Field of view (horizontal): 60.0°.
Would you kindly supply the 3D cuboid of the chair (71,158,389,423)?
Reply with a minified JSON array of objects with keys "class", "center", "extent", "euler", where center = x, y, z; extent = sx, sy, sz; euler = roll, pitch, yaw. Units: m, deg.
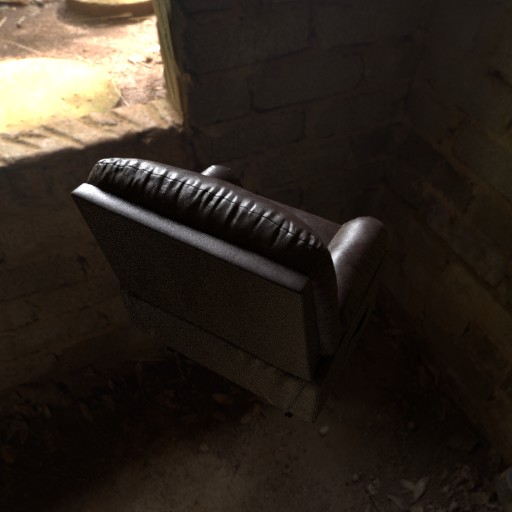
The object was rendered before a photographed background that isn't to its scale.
[{"class":"chair","center":[0.000,0.000,1.770],"extent":[0.940,1.041,0.879],"euler":[23,50,21]}]
